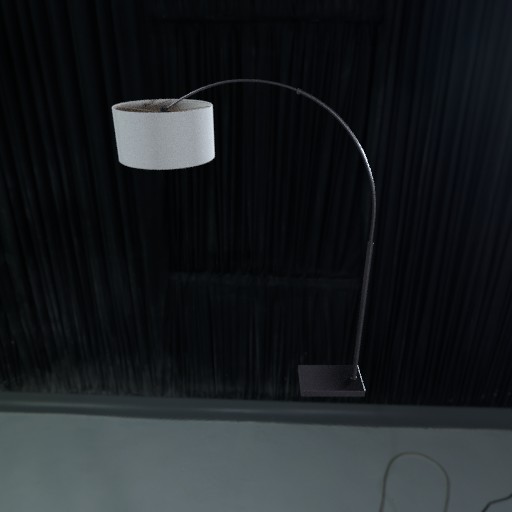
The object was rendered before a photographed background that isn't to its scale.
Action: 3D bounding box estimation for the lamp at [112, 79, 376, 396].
[{"bbox_3d":[0.000,0.000,2.593,1.424,1.927,0.493,0,26,0],"label":"lamp"}]
